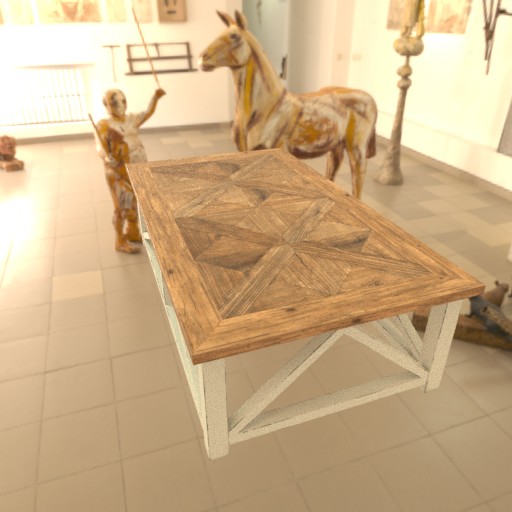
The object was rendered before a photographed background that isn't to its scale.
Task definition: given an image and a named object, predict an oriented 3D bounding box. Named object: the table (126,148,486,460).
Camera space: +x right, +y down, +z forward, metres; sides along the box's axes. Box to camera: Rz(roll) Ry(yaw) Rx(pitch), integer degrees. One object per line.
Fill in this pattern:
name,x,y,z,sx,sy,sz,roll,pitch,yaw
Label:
table,0.000,0.000,1.738,0.800,0.410,1.400,-10,31,-17
